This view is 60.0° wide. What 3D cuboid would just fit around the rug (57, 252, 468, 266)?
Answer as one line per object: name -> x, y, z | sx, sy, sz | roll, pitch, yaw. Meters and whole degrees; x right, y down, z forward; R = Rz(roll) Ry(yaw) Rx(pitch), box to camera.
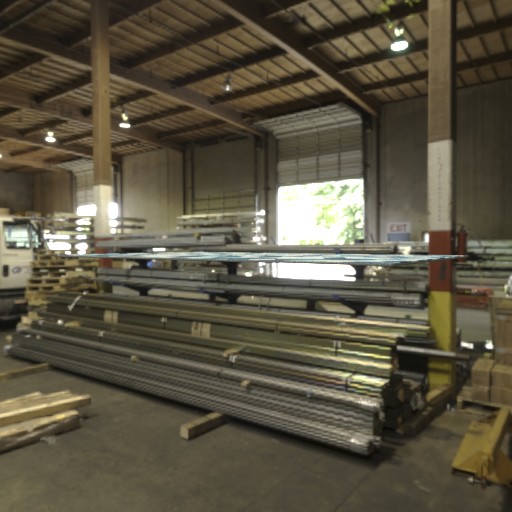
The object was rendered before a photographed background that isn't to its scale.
rug -> 0.000, 0.000, 3.089 | 2.438, 0.015, 1.518 | 1, 2, 36
